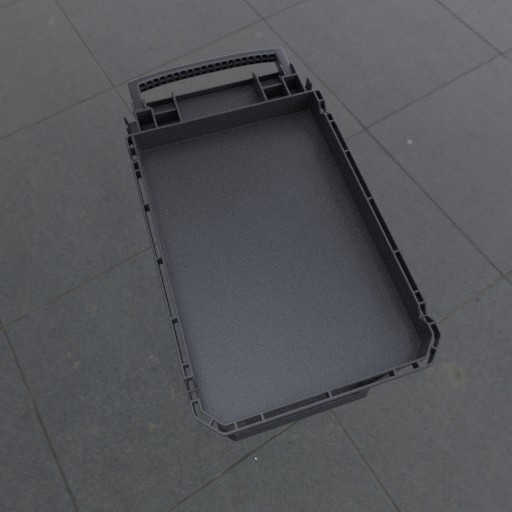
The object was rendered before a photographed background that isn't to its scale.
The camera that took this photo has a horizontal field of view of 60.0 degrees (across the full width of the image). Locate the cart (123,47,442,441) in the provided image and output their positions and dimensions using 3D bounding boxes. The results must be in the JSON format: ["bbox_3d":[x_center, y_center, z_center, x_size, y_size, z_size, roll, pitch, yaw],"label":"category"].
[{"bbox_3d":[0.000,0.000,1.738,0.674,0.884,1.239,-16,66,-7],"label":"cart"}]
